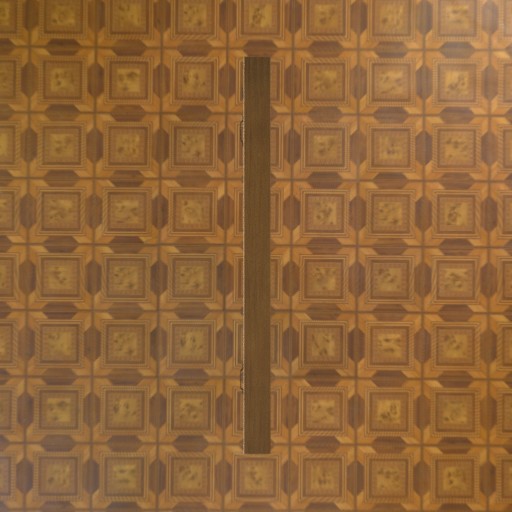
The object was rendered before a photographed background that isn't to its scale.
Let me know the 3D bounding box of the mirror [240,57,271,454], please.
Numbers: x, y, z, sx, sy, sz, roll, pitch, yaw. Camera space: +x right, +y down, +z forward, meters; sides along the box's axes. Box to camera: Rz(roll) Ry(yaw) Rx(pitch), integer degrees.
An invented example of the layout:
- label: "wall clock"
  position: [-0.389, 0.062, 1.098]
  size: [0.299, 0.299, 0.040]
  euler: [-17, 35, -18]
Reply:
- label: "mirror"
  position: [0.000, 0.000, 0.920]
  size: [0.039, 0.711, 0.508]
  euler: [0, 90, 0]
